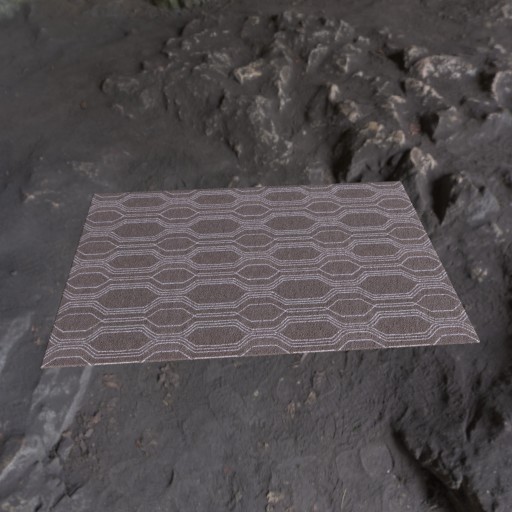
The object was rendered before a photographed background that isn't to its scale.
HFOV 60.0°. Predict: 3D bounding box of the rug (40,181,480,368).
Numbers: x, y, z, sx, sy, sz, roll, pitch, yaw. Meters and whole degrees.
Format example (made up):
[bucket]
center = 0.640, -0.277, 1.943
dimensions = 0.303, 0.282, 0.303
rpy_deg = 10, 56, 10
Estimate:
[rug]
center = 0.000, 0.000, 3.002
dimensions = 2.457, 0.012, 1.541
rpy_deg = -3, 46, -3
